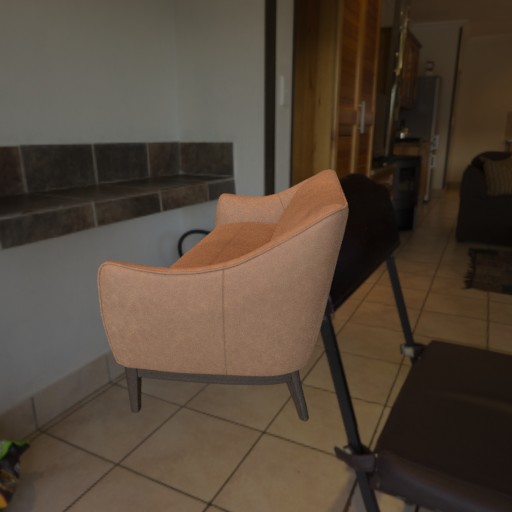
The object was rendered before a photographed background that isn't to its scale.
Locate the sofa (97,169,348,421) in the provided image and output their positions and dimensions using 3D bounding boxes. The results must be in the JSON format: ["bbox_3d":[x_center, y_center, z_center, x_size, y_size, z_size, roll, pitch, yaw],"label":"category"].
[{"bbox_3d":[0.000,0.000,2.411,0.869,0.830,1.928,2,15,8],"label":"sofa"}]
